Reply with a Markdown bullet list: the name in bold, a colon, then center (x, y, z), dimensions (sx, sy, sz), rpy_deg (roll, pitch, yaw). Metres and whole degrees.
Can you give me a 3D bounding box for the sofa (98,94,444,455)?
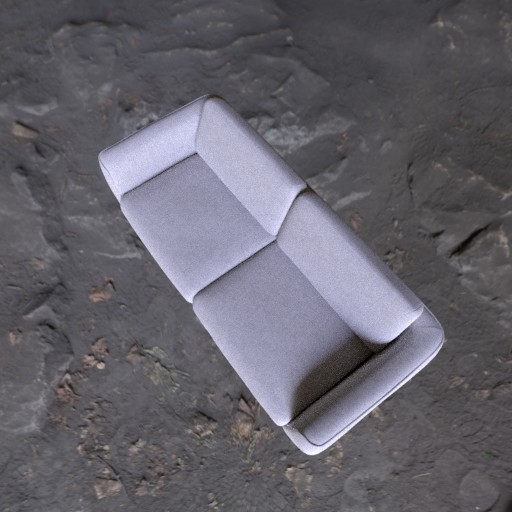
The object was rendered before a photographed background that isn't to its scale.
- **sofa**: center (0.000, 0.000, 2.491), dimensions (0.920, 0.850, 2.000), rpy_deg (-34, 68, -16)
